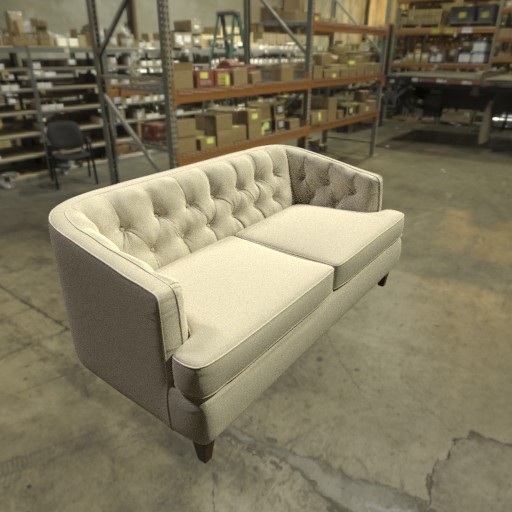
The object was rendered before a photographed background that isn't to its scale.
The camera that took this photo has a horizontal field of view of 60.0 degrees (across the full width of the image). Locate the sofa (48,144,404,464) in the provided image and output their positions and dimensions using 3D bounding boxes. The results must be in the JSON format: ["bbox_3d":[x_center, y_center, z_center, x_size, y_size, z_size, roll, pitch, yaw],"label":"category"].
[{"bbox_3d":[0.000,0.000,2.193,0.941,0.855,1.733,18,30,33],"label":"sofa"}]
